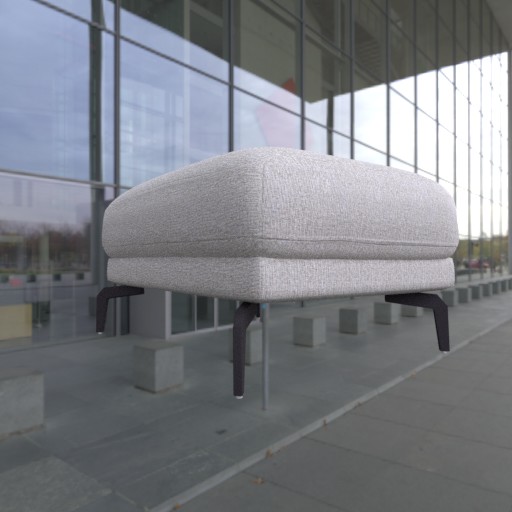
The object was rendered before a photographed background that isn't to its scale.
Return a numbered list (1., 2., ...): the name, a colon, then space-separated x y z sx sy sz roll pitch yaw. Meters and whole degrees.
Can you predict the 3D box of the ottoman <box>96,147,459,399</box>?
1. ottoman: 0.000 0.000 1.082 0.568 0.420 0.772 0 -1 -36
